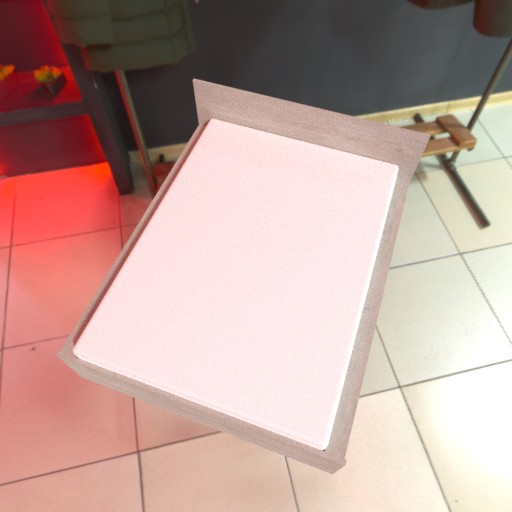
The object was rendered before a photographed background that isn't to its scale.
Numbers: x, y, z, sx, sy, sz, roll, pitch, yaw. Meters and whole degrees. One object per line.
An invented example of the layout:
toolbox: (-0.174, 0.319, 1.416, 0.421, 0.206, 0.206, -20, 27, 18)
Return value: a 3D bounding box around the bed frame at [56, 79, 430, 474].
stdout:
bed frame: (0.000, 0.000, 2.781, 1.622, 0.800, 1.960, 17, 60, 10)
